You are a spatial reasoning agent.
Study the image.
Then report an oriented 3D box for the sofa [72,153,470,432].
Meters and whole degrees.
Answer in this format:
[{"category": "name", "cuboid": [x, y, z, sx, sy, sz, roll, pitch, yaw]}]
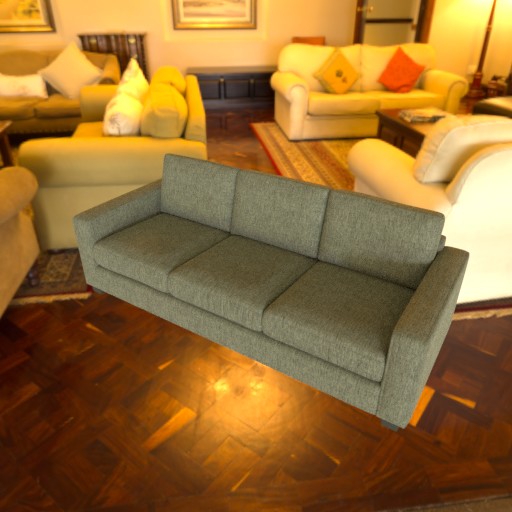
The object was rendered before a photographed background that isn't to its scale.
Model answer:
[{"category": "sofa", "cuboid": [0.000, 0.000, 2.619, 2.160, 0.800, 0.900, 18, 35, 28]}]
